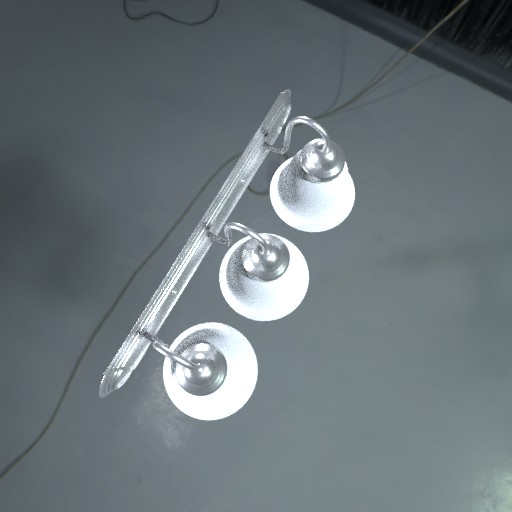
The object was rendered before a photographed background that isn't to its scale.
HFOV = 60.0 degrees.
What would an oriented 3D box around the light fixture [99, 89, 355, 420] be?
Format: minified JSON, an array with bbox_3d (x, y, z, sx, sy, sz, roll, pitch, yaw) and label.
[{"bbox_3d":[0.000,0.000,0.710,0.199,0.222,0.610,29,77,7],"label":"light fixture"}]
